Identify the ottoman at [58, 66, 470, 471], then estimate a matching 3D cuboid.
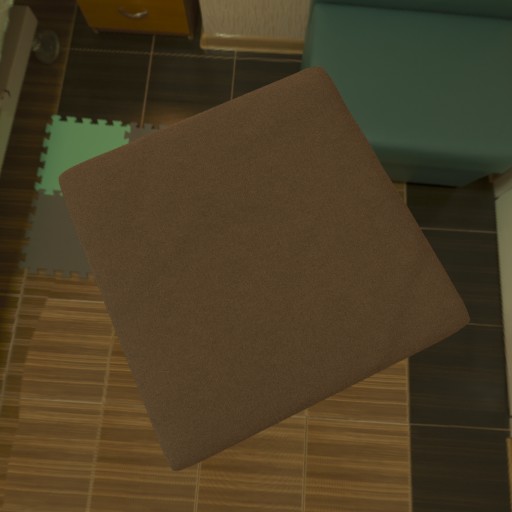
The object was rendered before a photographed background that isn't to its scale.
[{"bbox_3d":[0.000,0.000,1.785,1.181,0.470,1.181,-25,77,-6],"label":"ottoman"}]
